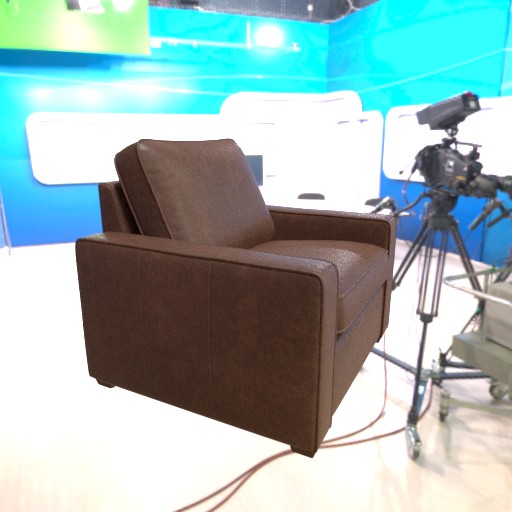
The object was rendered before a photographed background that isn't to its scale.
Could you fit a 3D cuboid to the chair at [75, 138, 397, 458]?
[{"bbox_3d":[0.000,0.000,1.787,0.940,0.919,1.017,8,17,27],"label":"chair"}]
